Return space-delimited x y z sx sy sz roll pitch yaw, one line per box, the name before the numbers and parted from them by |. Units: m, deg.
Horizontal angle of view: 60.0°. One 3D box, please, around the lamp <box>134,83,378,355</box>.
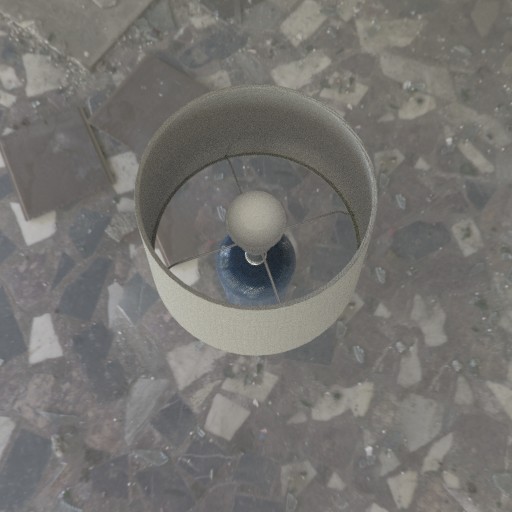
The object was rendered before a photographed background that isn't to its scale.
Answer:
lamp | 0.000 0.000 0.569 0.253 0.428 0.253 0 75 0
